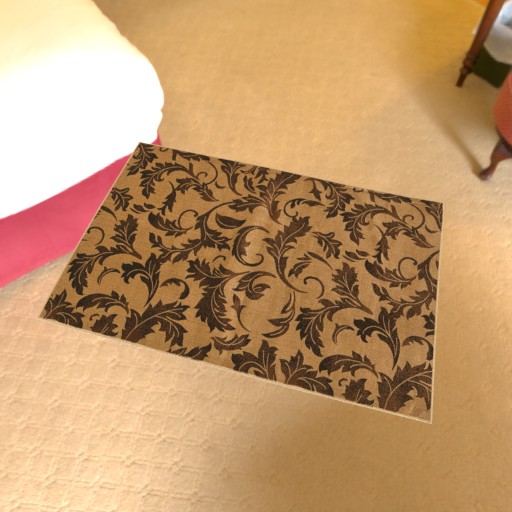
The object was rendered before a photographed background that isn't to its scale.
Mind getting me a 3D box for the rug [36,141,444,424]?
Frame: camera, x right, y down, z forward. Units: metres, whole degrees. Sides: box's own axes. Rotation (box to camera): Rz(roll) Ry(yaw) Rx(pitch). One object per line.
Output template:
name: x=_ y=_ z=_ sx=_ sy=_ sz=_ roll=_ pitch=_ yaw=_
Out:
rug: x=0.000 y=0.000 z=2.829 sx=2.284 sy=0.008 sz=1.522 roll=13 pitch=59 yaw=8
